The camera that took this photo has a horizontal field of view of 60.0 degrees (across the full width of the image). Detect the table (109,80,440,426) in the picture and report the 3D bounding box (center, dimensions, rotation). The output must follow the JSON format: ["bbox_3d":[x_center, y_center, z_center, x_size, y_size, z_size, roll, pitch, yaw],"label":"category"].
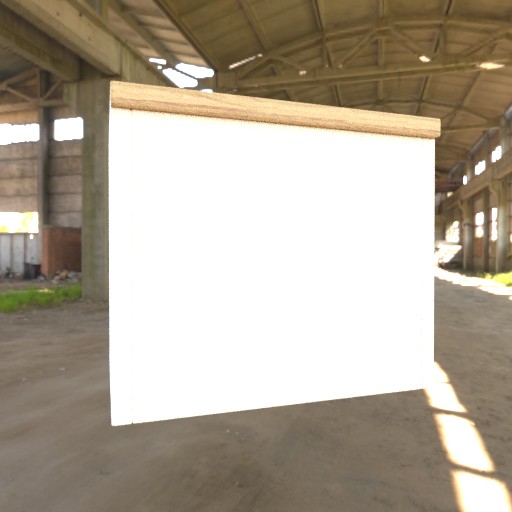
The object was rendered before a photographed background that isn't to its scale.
[{"bbox_3d":[0.000,0.000,0.798,0.500,0.440,0.360,0,1,-19],"label":"table"}]
